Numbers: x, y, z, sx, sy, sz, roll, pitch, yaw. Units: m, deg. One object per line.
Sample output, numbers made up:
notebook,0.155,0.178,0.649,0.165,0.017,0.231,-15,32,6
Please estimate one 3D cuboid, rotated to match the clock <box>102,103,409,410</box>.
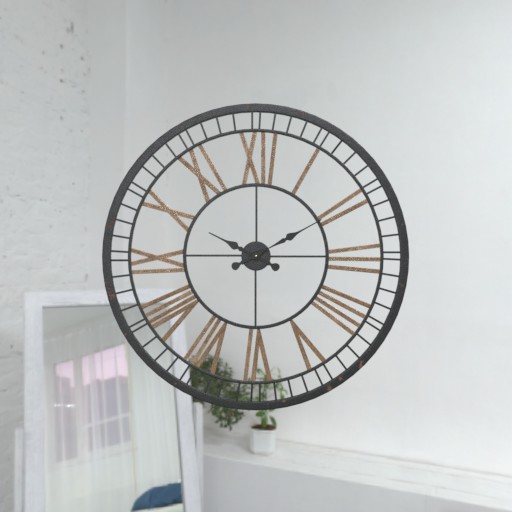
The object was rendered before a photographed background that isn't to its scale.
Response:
clock,0.000,0.000,1.214,0.843,0.843,0.025,0,-1,0
